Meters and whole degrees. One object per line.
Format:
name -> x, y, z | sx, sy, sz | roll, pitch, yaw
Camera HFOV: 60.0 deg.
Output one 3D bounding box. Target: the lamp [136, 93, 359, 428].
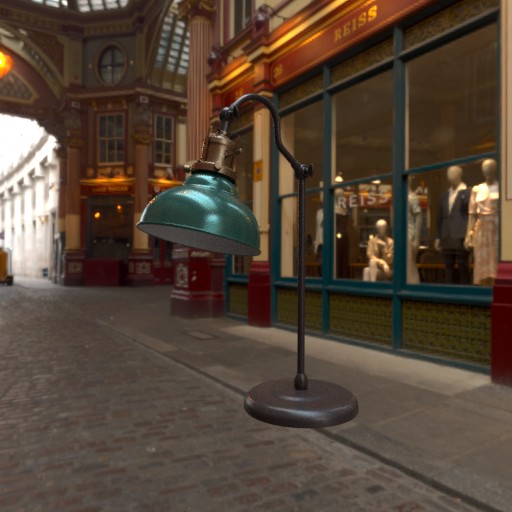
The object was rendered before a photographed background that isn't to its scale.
lamp -> 0.000, 0.000, 0.696 | 0.374, 0.508, 0.192 | 0, 0, -34
